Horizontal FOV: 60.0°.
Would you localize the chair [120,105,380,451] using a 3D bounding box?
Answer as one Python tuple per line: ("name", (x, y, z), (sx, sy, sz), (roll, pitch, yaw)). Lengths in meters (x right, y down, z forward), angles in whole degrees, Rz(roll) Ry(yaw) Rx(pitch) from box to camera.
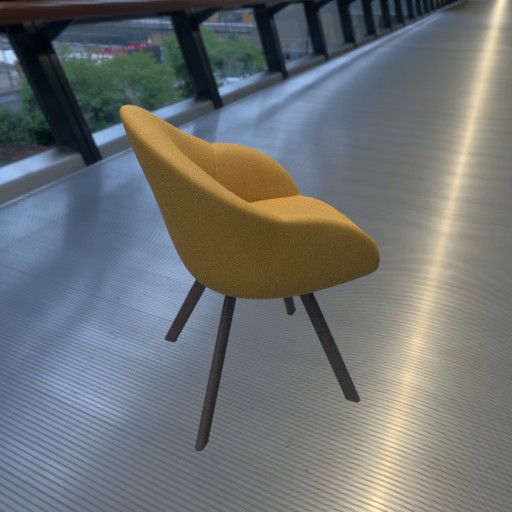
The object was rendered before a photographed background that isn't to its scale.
("chair", (0.000, 0.000, 1.178), (0.583, 0.793, 0.551), (-10, 32, -17))
